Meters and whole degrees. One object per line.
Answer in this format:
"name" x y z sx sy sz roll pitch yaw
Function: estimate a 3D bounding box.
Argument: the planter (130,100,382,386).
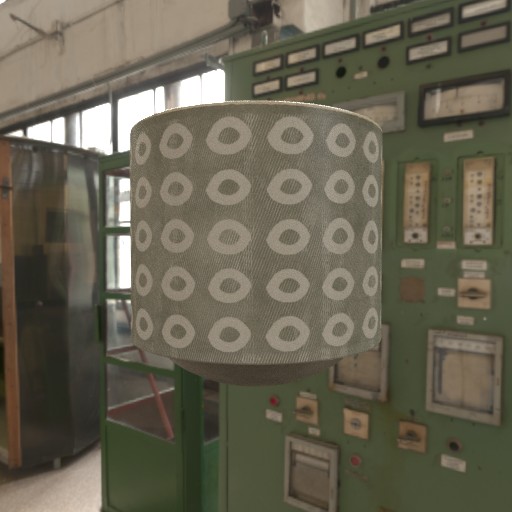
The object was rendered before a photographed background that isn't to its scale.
"planter" 0.000 0.000 0.348 0.190 0.181 0.190 0 1 0
